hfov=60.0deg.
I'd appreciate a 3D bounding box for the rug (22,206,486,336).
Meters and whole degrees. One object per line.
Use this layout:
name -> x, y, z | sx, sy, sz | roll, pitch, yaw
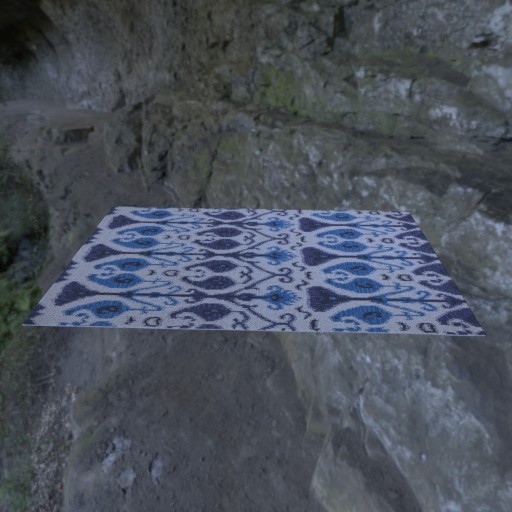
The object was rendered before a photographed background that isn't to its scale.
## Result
rug -> 0.000, 0.000, 2.073 | 1.698, 0.013, 1.072 | 1, 30, 2
